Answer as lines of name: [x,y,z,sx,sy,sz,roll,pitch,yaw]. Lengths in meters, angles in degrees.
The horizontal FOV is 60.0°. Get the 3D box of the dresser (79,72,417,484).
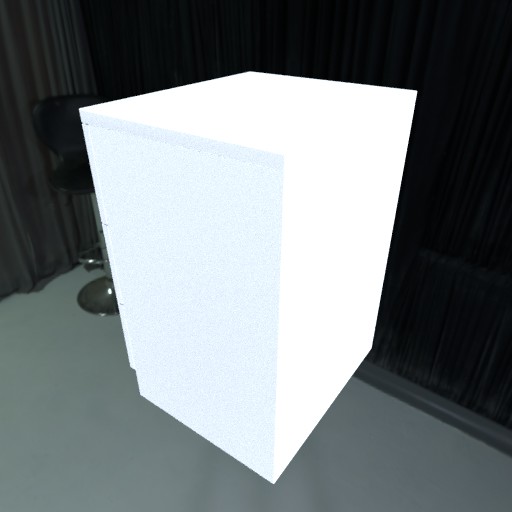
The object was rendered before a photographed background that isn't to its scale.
dresser: [0.000,0.000,0.818,0.360,0.560,0.400,20,37,30]
